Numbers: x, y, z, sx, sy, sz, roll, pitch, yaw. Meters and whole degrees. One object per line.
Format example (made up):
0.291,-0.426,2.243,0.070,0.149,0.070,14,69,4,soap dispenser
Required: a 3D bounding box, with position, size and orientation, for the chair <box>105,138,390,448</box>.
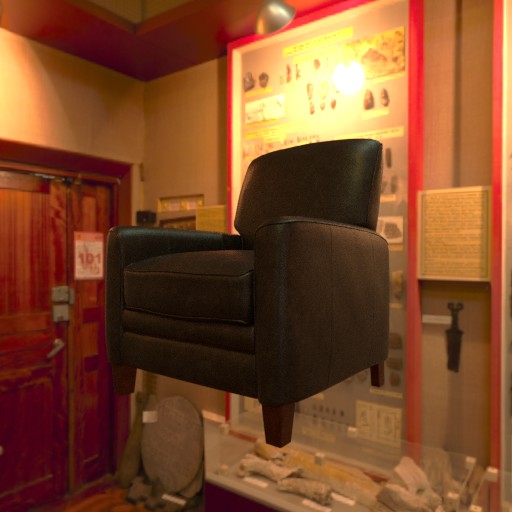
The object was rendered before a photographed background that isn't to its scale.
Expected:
0.000,0.000,1.695,0.848,1.014,0.864,1,1,38,chair
